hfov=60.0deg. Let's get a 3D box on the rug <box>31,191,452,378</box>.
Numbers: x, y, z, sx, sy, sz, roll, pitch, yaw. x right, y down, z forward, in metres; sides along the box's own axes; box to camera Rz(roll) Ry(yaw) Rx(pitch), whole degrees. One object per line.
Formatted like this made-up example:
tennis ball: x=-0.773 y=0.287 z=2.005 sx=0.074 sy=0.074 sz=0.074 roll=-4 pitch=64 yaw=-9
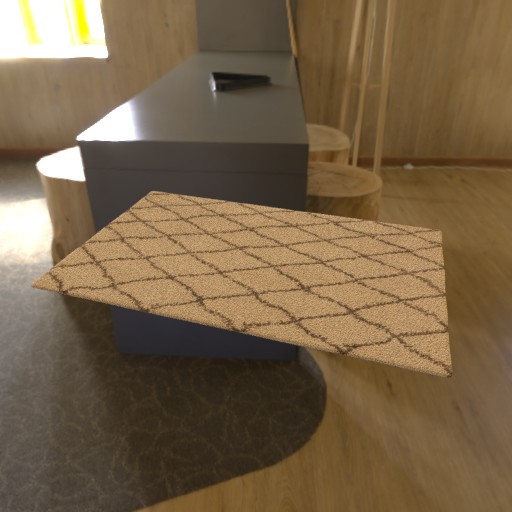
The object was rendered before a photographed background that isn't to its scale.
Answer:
rug: x=0.000 y=0.000 z=3.029 sx=2.438 sy=0.030 sz=1.524 roll=10 pitch=33 yaw=15
